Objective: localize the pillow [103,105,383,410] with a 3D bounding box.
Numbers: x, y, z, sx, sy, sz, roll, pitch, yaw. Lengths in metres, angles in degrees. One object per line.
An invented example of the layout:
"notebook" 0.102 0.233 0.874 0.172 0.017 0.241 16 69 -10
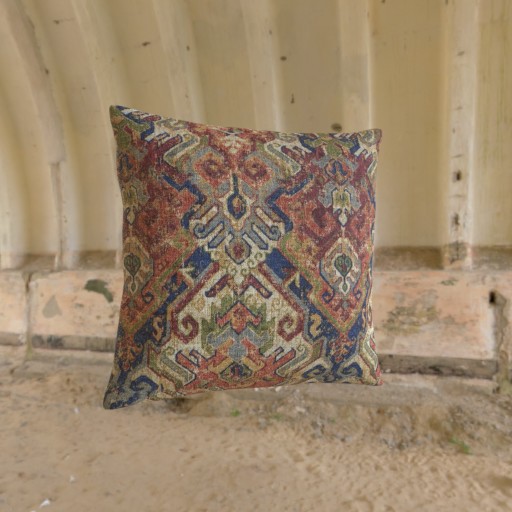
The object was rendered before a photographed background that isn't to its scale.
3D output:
"pillow" 0.000 0.000 0.804 0.523 0.506 0.166 0 0 -16
